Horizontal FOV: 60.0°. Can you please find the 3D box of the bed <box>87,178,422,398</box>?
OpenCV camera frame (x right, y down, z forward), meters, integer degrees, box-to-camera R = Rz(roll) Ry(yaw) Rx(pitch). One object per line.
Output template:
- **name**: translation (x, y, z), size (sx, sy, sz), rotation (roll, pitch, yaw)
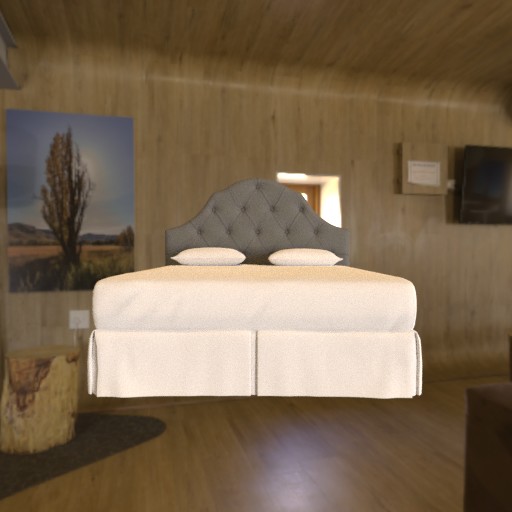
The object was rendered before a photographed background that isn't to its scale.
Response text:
- **bed**: translation (0.000, 0.000, 3.639), size (2.008, 1.615, 2.214), rotation (0, 1, 1)
